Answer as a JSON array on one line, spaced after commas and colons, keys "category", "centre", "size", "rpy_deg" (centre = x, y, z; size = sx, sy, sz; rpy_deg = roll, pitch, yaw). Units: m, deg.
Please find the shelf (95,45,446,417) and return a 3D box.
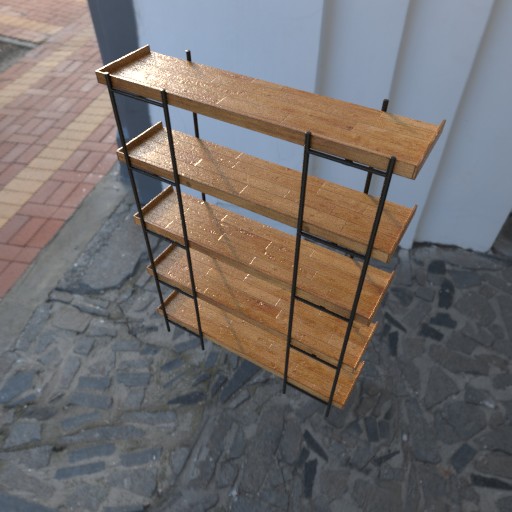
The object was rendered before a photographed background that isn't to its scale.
[{"category": "shelf", "centre": [0.000, 0.000, 2.361], "size": [1.371, 1.826, 0.379], "rpy_deg": [23, 50, 21]}]
